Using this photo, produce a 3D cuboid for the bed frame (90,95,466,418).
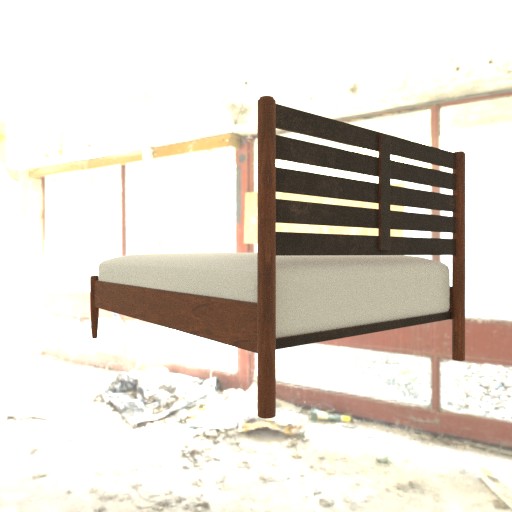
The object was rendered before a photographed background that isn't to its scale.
[{"bbox_3d":[0.000,0.000,3.177,1.655,1.321,2.234,0,0,-38],"label":"bed frame"}]
